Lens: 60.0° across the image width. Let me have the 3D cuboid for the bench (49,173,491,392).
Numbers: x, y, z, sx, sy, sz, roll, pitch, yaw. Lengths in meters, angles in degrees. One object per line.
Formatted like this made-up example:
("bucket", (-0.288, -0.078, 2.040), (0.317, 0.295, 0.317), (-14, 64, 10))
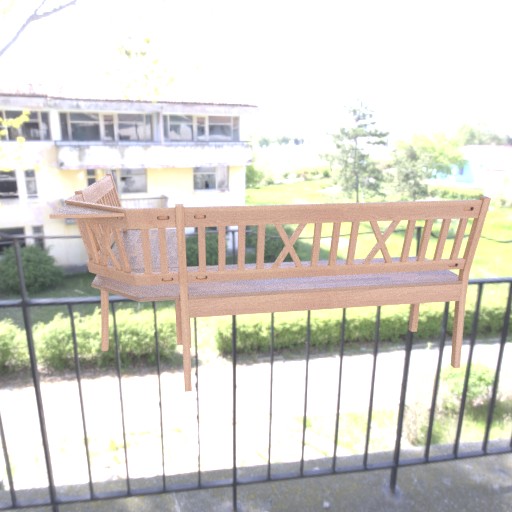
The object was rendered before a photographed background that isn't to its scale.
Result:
("bench", (0.000, 0.000, 2.735), (1.937, 0.902, 1.537), (-2, 16, -9))
